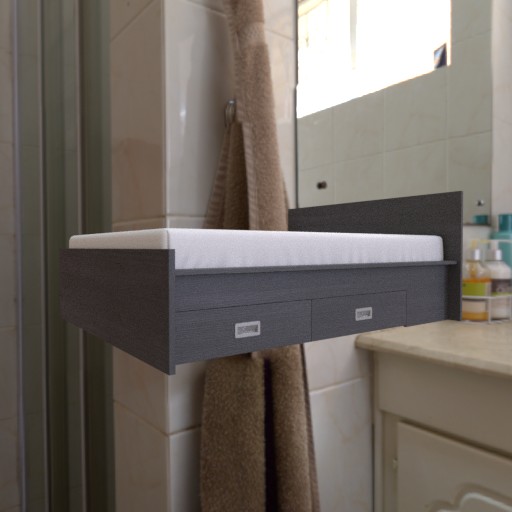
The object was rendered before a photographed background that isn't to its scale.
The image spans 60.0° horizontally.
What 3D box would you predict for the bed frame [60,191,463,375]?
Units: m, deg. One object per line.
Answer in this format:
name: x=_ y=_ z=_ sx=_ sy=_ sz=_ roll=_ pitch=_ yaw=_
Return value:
bed frame: x=0.000 y=0.000 z=2.796 sx=1.960 sy=0.800 sz=1.622 roll=-1 pitch=1 yaw=-36
